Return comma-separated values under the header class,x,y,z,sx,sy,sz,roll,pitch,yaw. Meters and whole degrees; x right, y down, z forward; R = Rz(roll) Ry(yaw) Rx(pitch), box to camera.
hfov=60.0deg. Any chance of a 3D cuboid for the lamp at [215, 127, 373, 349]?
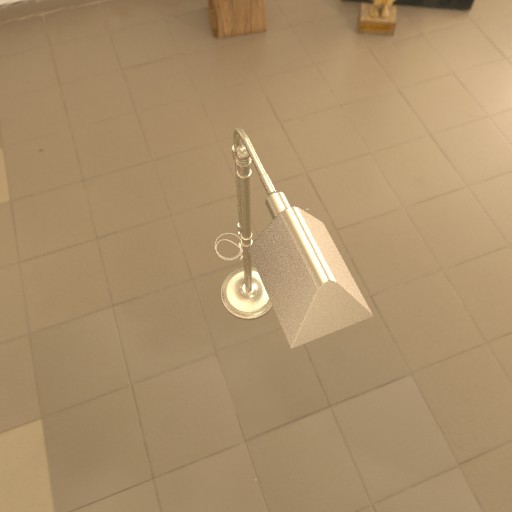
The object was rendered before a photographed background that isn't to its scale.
class,x,y,z,sx,sy,sz,roll,pitch,yaw
lamp,0.000,0.000,0.944,0.159,0.708,0.546,-19,65,-9
